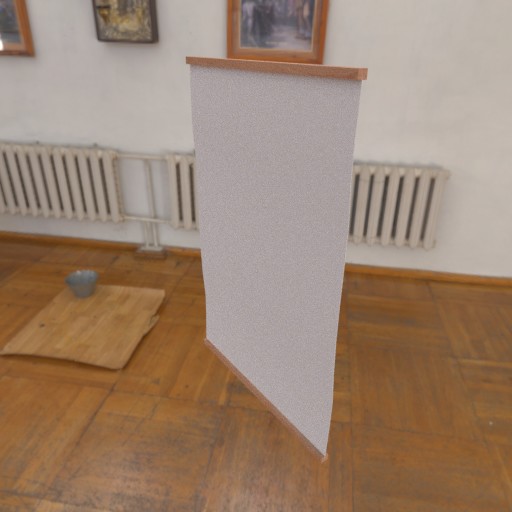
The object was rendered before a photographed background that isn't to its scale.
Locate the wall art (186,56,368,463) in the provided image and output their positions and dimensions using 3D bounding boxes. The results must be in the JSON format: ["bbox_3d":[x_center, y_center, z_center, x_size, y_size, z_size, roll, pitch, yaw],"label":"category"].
[{"bbox_3d":[0.000,0.000,0.631,0.012,0.508,0.332,-17,31,-31],"label":"wall art"}]
